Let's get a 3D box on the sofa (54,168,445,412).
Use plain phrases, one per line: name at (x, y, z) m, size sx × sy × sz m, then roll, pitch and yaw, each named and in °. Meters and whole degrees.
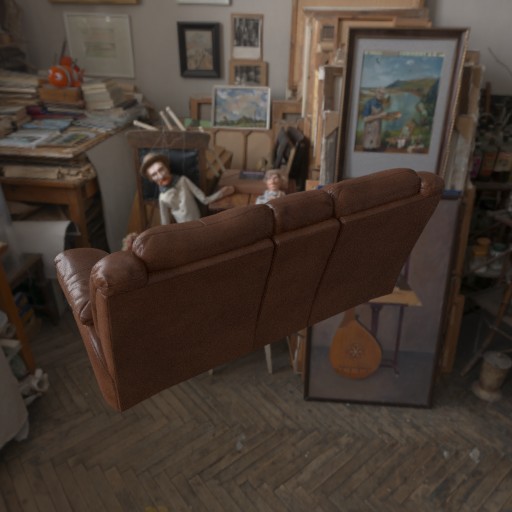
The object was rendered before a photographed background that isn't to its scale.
sofa at (0.000, 0.000, 2.600) m, size 2.058 × 1.043 × 0.991 m, roll -18°, pitch 34°, yaw -28°
